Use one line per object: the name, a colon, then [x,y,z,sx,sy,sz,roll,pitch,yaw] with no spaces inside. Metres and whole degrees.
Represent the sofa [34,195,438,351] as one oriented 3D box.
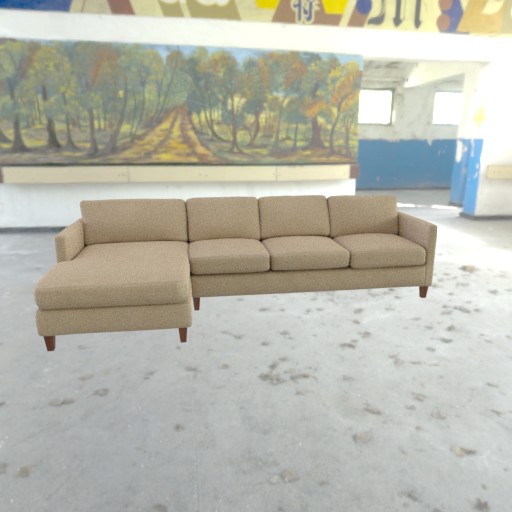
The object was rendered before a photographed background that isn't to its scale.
sofa: [0.000,0.000,3.771,3.201,0.876,1.502,-2,15,-8]
